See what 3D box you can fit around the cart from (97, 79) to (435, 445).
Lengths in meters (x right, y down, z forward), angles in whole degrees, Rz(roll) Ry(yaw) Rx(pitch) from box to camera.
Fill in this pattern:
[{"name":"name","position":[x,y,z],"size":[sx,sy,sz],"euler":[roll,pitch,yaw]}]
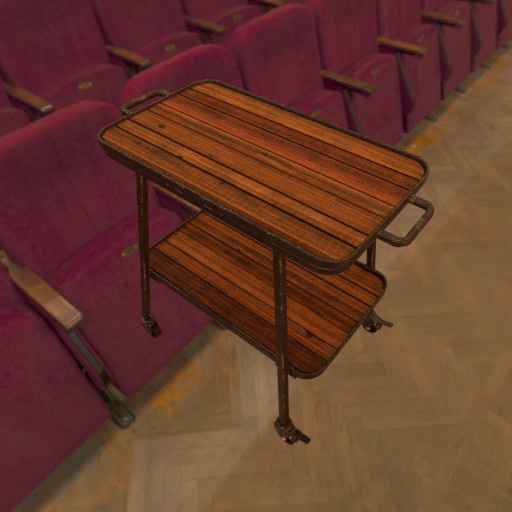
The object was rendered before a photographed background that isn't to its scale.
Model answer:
[{"name":"cart","position":[0.000,0.000,1.253],"size":[0.806,0.700,0.515],"euler":[30,53,26]}]
